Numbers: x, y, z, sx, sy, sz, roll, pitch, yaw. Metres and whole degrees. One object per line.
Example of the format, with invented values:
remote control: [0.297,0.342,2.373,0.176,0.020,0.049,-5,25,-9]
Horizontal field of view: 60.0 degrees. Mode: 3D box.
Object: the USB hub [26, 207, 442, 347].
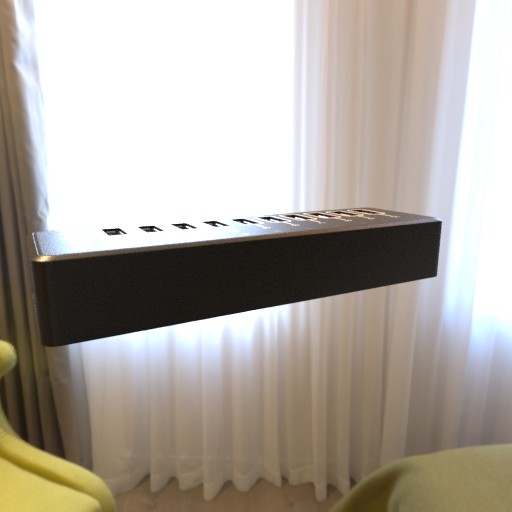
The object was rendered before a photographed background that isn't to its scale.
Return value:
USB hub: [0.000,0.000,0.159,0.145,0.023,0.044,-7,15,-27]
